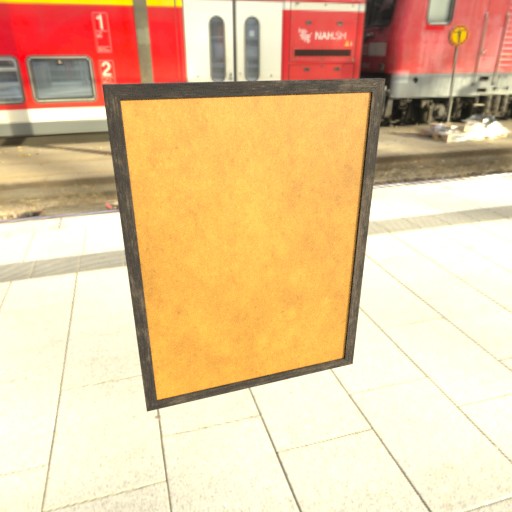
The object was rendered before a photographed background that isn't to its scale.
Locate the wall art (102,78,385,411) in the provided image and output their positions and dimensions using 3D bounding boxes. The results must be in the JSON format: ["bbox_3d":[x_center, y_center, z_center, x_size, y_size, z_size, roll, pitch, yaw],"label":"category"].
[{"bbox_3d":[0.000,0.000,1.451,0.812,1.066,0.029,-8,26,-17],"label":"wall art"}]
